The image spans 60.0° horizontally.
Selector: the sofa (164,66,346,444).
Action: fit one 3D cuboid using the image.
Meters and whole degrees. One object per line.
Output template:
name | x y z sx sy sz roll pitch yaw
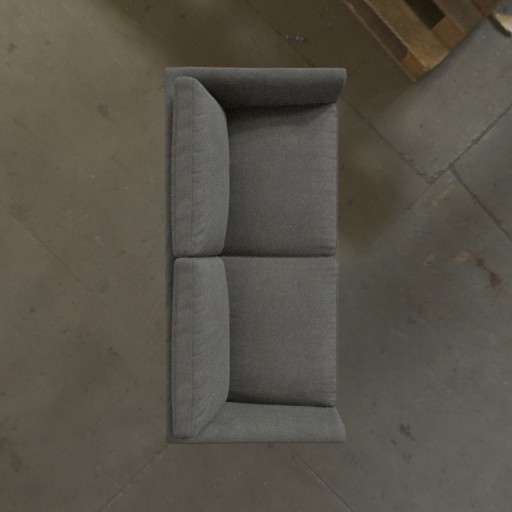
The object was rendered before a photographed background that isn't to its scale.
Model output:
sofa | 0.000 0.000 2.844 1.092 0.838 2.257 0 91 0
